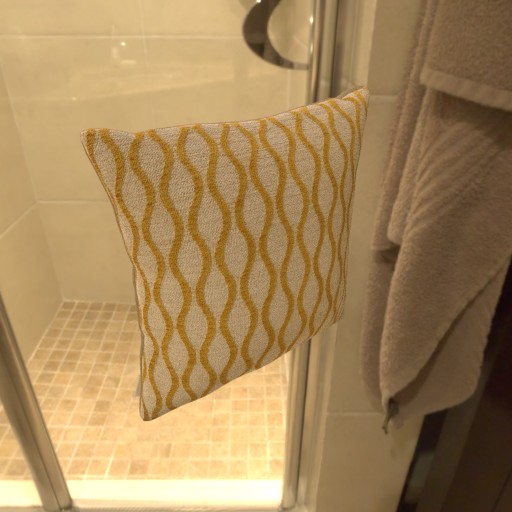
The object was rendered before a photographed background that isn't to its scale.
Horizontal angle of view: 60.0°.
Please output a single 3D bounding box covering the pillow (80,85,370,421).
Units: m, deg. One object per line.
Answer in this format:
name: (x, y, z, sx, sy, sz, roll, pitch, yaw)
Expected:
pillow: (0.000, 0.000, 0.656, 0.429, 0.436, 0.159, -21, 36, -32)
